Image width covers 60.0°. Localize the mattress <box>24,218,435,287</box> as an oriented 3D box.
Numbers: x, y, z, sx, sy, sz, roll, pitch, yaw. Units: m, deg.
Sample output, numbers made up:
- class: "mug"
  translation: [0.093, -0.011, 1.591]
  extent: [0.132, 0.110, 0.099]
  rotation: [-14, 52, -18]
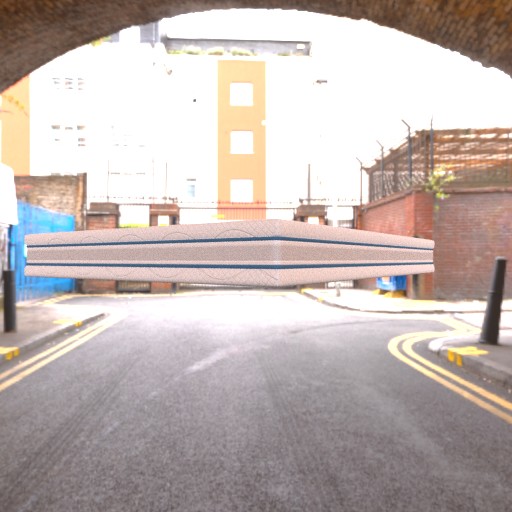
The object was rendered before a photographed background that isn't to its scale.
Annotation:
- class: "mattress"
  translation: [0.000, 0.000, 2.698]
  extent: [1.600, 0.230, 2.000]
  rotation: [0, -1, 35]
